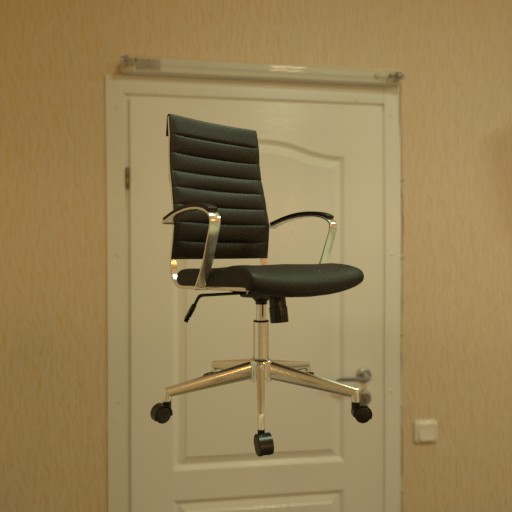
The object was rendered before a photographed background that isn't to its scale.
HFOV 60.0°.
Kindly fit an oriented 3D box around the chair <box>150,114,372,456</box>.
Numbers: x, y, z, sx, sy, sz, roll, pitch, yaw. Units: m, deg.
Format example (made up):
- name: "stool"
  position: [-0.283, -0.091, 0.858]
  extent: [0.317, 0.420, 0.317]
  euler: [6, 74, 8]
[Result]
- name: "chair"
  position: [0.000, 0.000, 1.678]
  extent: [0.766, 1.149, 0.739]
  euler: [0, 1, -36]
